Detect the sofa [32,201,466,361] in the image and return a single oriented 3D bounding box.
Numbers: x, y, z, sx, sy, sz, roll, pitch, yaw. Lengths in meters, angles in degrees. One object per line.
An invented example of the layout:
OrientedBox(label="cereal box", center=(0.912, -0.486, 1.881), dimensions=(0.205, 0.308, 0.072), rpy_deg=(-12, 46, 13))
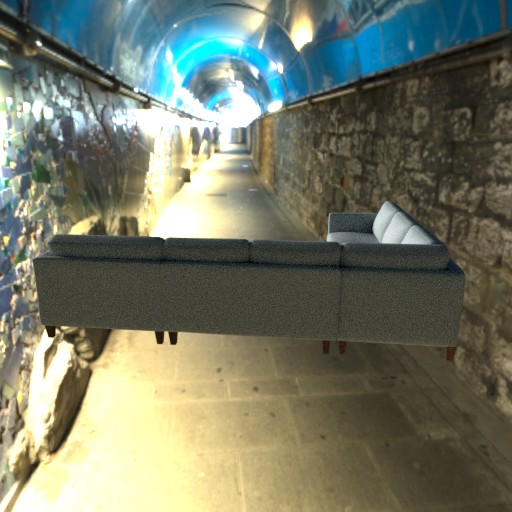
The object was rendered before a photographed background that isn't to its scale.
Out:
OrientedBox(label="sofa", center=(0.000, 0.000, 4.642), dimensions=(3.403, 0.889, 2.551), rpy_deg=(2, 16, 7))
